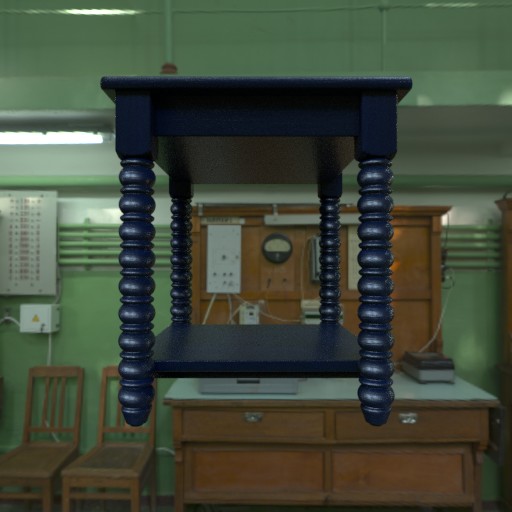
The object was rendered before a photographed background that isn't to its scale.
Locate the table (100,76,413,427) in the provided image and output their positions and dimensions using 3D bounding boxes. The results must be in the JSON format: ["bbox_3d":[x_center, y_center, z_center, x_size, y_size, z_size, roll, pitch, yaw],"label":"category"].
[{"bbox_3d":[0.000,0.000,0.966,0.500,0.567,0.533,0,-1,0],"label":"table"}]
